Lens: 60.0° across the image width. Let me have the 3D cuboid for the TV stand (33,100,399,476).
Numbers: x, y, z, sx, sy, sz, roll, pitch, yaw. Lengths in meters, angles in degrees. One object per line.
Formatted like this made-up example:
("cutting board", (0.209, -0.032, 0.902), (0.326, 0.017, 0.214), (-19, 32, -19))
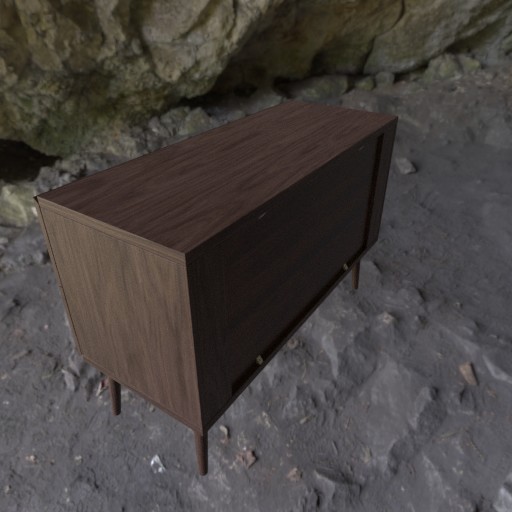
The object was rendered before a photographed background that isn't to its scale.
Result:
("TV stand", (0.000, 0.000, 1.305), (0.405, 0.660, 0.990), (20, 37, 28))
